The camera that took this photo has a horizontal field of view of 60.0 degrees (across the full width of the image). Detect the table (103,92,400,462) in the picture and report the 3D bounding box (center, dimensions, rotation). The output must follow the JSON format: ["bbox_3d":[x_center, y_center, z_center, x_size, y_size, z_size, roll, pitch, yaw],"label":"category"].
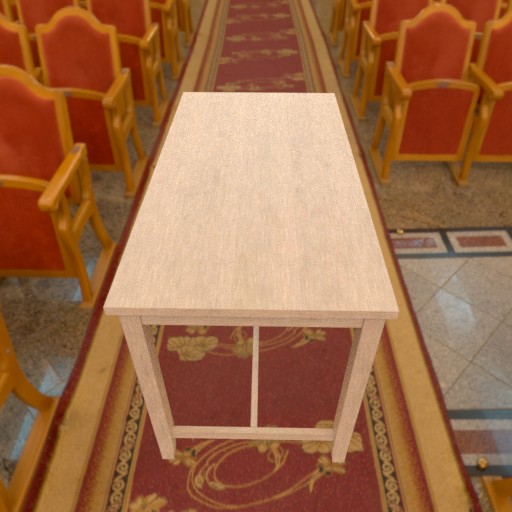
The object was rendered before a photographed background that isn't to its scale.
[{"bbox_3d":[0.000,0.000,1.903,0.729,0.874,1.397,1,41,1],"label":"table"}]
